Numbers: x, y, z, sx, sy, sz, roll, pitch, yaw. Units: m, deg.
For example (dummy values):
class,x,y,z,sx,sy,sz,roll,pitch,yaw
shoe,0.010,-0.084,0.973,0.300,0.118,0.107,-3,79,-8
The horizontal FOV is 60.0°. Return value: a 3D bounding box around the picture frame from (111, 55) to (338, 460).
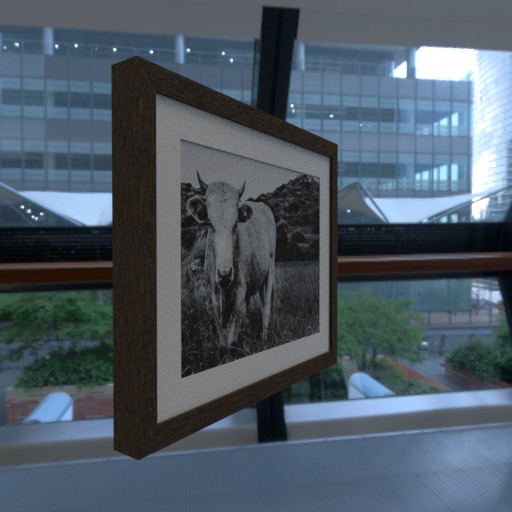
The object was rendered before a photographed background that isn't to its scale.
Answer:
class,x,y,z,sx,sy,sz,roll,pitch,yaw
picture frame,0.000,0.000,0.525,0.033,0.330,0.378,1,1,35
